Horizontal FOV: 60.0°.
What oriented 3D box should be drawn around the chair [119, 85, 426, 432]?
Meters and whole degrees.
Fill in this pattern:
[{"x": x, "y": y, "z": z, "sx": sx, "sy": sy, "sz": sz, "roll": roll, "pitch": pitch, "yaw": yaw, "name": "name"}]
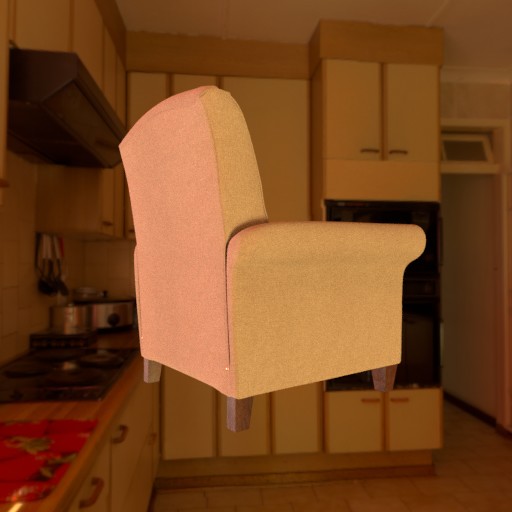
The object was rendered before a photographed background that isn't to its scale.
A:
[{"x": 0.000, "y": 0.000, "z": 1.801, "sx": 0.905, "sy": 1.061, "sz": 0.978, "roll": 1, "pitch": -1, "yaw": -36, "name": "chair"}]
